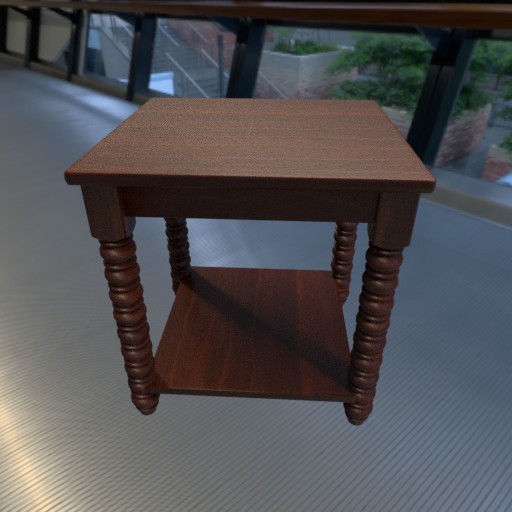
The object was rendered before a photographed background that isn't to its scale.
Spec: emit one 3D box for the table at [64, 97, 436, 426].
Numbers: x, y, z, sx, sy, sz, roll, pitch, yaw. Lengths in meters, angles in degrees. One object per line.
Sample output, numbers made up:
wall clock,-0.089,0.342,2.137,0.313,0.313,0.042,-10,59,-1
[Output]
table,0.000,0.000,0.983,0.533,0.567,0.500,2,32,3
